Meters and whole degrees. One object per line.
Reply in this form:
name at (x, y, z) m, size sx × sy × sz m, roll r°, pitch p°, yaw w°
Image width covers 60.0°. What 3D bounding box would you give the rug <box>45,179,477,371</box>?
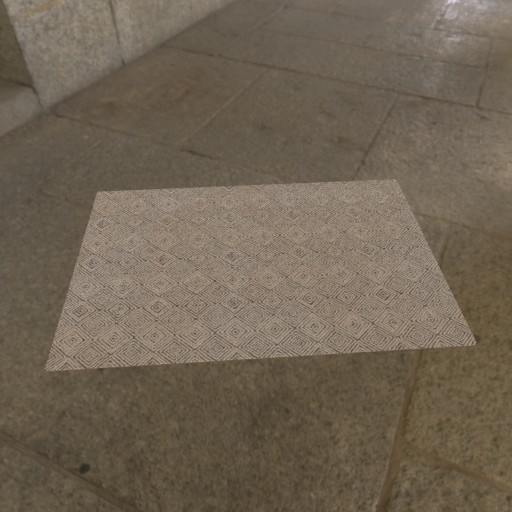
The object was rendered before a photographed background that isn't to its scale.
rug at (0.000, 0.000, 2.232) m, size 1.783 × 0.008 × 1.175 m, roll -3°, pitch 46°, yaw -3°
